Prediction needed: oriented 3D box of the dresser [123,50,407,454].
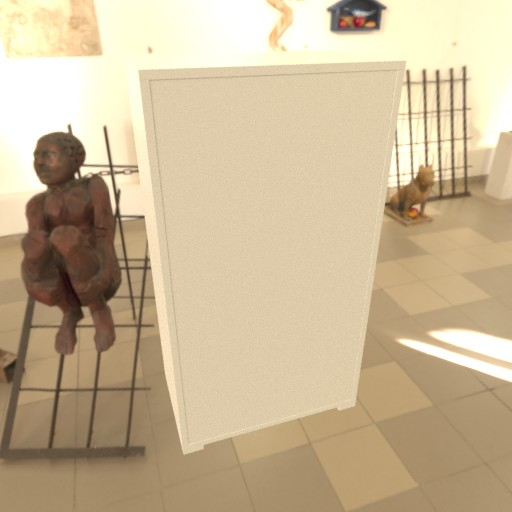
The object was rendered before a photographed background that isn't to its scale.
[{"bbox_3d":[0.000,0.000,1.452,0.650,1.190,0.400,-9,30,-17],"label":"dresser"}]
